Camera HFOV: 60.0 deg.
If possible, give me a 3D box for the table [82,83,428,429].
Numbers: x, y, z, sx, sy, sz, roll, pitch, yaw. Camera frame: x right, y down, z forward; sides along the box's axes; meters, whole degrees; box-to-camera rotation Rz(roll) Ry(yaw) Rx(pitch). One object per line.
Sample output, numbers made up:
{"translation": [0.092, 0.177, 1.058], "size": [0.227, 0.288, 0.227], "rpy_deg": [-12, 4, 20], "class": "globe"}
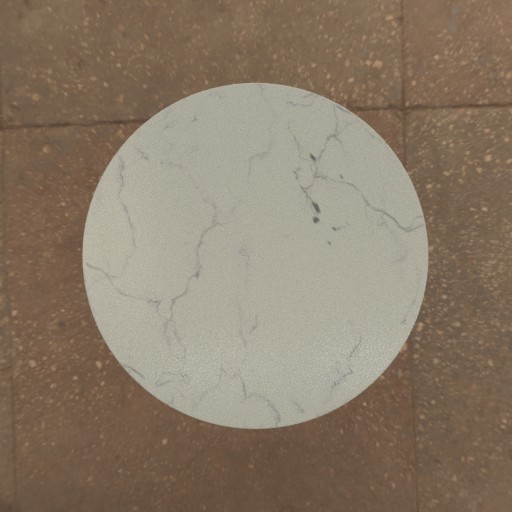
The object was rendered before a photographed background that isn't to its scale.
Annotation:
{"translation": [0.000, 0.000, 0.849], "size": [0.500, 0.420, 0.500], "rpy_deg": [0, 90, 0], "class": "table"}
